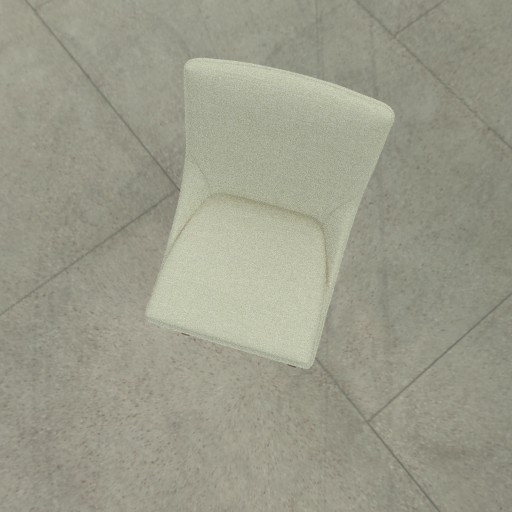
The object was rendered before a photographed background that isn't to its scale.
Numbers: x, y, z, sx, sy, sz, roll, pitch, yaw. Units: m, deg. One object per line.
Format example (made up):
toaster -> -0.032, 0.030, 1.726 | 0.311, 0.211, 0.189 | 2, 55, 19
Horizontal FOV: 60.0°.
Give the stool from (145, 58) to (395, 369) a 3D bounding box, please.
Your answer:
stool -> 0.000, 0.000, 1.320 | 0.469, 0.991, 0.559 | 16, 75, 4
